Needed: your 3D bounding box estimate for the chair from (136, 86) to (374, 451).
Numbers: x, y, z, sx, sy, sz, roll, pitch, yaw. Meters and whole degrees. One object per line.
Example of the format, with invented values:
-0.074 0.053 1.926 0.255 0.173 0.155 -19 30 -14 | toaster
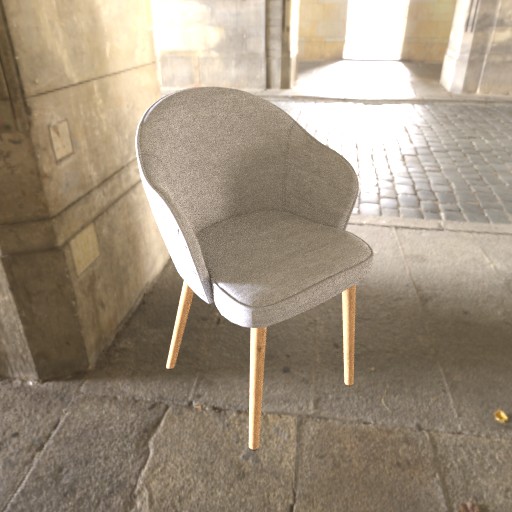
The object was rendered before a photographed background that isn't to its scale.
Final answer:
0.000 0.000 1.192 0.540 0.800 0.530 -21 35 -32 | chair
